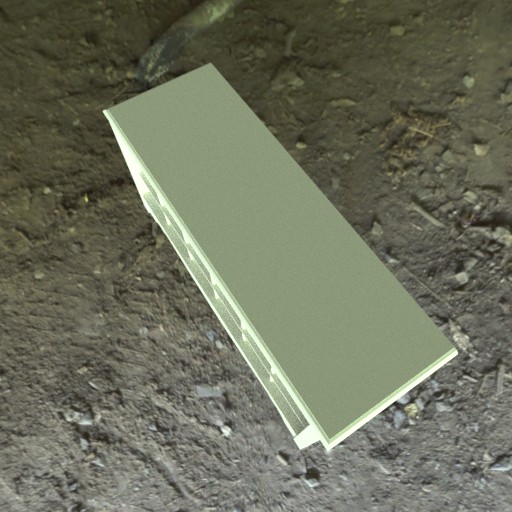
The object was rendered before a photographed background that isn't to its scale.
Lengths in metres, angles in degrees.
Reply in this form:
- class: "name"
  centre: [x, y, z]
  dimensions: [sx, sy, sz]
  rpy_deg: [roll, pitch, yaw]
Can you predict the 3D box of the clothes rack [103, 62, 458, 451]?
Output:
- class: "clothes rack"
  centre: [0.000, 0.000, 1.514]
  dimensions: [0.405, 0.558, 1.218]
  rpy_deg: [-30, 68, -14]
